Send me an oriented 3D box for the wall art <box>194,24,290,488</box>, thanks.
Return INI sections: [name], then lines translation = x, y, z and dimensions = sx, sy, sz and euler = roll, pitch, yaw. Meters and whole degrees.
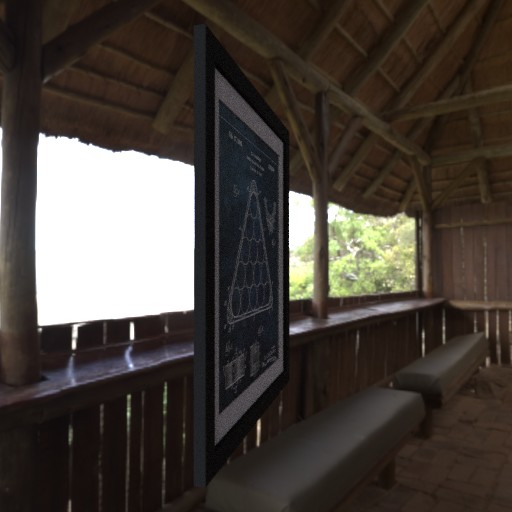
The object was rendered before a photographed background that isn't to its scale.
[wall art]
translation = 0.000, 0.000, 0.495
dimensions = 0.010, 0.361, 0.311
euler = 0, 0, 16
